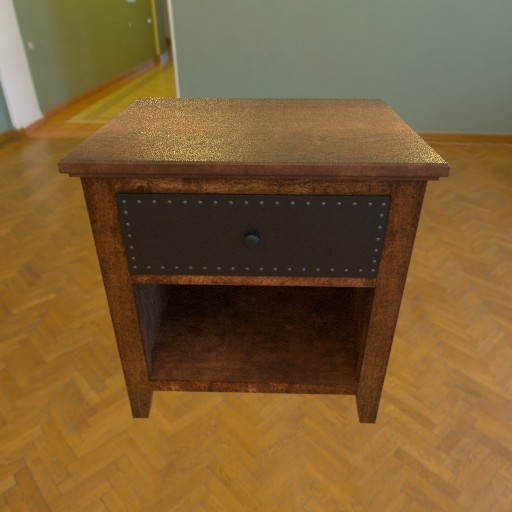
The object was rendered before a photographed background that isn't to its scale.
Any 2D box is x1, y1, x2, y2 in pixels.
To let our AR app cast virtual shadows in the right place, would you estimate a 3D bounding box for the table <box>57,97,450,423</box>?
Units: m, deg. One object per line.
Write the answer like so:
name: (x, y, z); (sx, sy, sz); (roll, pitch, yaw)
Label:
table: (0.000, 0.000, 1.002); (0.586, 0.597, 0.461); (1, 31, 1)
